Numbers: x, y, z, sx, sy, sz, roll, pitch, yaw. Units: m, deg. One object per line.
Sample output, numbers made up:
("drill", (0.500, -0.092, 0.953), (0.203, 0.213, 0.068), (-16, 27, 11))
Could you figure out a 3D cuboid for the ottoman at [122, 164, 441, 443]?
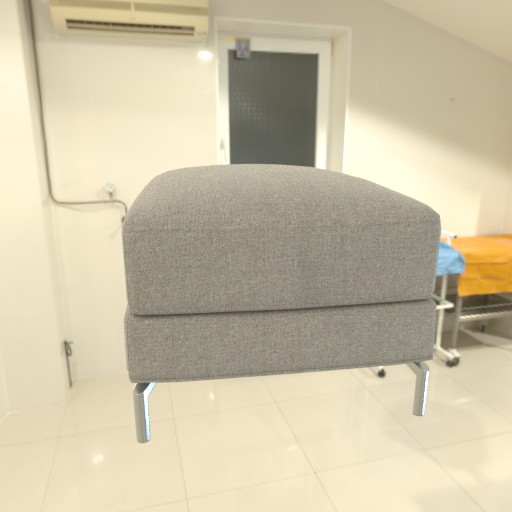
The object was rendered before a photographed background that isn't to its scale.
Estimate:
("ottoman", (0.000, 0.000, 1.159), (0.584, 0.457, 0.838), (-2, 15, -8))
